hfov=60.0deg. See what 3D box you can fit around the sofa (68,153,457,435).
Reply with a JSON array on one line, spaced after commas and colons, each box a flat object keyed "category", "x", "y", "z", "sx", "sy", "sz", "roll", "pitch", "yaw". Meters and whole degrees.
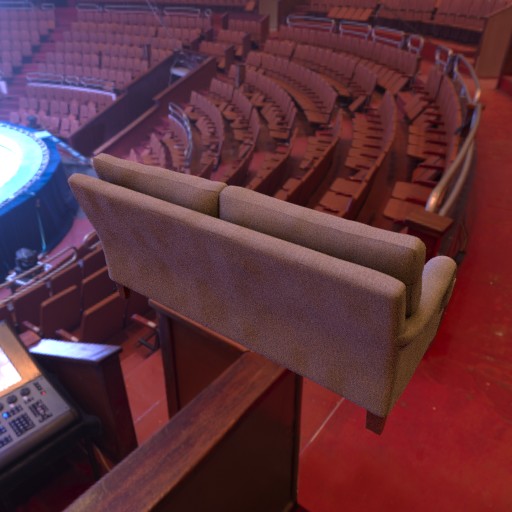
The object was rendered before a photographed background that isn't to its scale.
[{"category": "sofa", "x": 0.000, "y": 0.000, "z": 2.755, "sx": 2.193, "sy": 1.096, "sz": 1.069, "roll": 20, "pitch": 35, "yaw": 31}]
